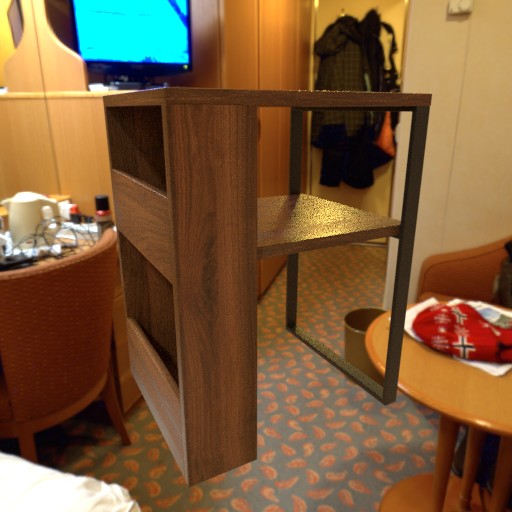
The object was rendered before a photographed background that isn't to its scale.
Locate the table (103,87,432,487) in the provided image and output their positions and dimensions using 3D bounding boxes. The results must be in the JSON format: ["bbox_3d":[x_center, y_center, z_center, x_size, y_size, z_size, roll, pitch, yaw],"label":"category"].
[{"bbox_3d":[0.000,0.000,1.522,0.786,1.041,0.660,-10,21,-27],"label":"table"}]
